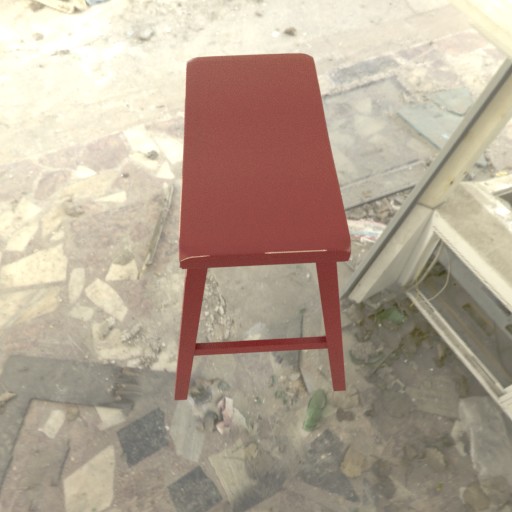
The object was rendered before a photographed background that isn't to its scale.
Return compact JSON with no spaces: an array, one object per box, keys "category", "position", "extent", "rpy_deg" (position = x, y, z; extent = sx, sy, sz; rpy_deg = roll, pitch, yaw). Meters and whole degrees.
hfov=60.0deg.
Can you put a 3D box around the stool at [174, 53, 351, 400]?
[{"category":"stool","position":[0.000,0.000,1.036],"extent":[0.476,0.737,0.457],"rpy_deg":[-3,58,-2]}]
